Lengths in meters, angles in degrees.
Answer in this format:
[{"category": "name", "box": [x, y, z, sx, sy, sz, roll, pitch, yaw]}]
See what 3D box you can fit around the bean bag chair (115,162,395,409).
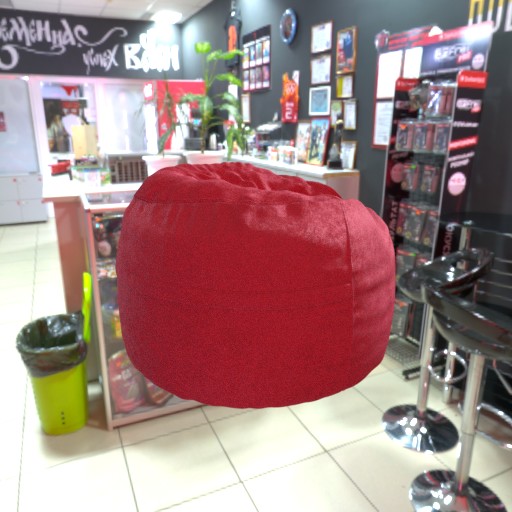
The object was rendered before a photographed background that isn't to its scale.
[{"category": "bean bag chair", "box": [0.000, 0.000, 1.990, 1.218, 0.788, 1.218, 0, 17, 0]}]
